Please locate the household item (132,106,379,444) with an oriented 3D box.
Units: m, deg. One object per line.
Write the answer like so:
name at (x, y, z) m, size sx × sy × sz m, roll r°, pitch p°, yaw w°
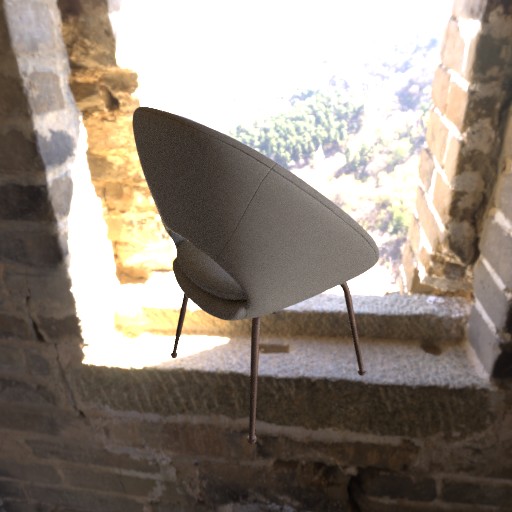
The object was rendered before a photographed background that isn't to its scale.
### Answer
household item at (0.000, 0.000, 1.267) m, size 0.573 × 0.852 × 0.623 m, roll -19°, pitch 32°, yaw -33°
